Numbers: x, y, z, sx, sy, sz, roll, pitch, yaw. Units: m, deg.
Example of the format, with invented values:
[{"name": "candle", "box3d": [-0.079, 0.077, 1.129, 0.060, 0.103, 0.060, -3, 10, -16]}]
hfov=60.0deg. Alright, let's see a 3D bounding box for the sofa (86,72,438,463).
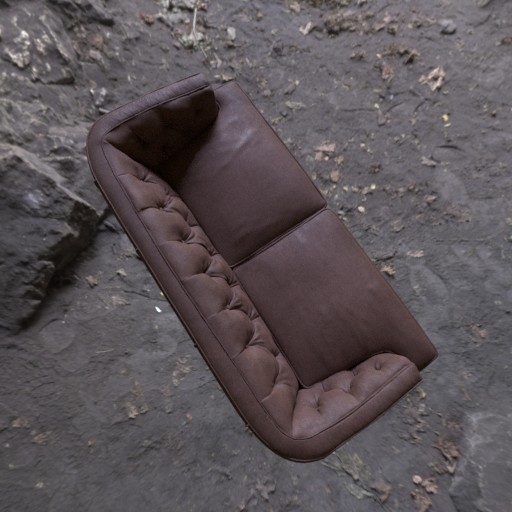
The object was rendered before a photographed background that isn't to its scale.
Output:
[{"name": "sofa", "box3d": [0.000, 0.000, 2.205, 0.917, 0.799, 1.767, -33, 79, -7]}]
